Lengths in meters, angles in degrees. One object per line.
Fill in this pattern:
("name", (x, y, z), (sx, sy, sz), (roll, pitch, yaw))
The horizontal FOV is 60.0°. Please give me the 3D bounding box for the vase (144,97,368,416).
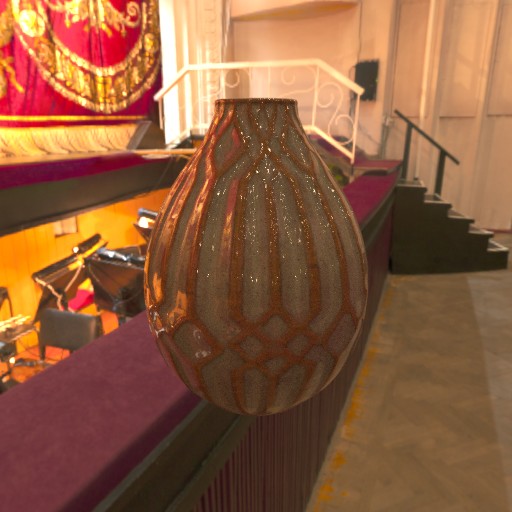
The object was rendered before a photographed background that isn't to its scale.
("vase", (0.000, 0.000, 0.262), (0.131, 0.175, 0.131), (0, 17, 0))
